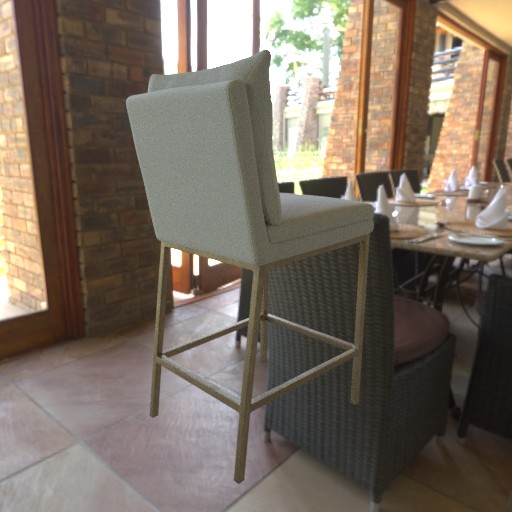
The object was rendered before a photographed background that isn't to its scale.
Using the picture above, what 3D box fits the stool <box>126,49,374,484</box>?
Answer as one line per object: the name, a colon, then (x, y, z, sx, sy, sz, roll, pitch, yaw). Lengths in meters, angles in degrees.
stool: (0.000, 0.000, 1.328, 0.463, 1.032, 0.572, 13, 18, 43)
